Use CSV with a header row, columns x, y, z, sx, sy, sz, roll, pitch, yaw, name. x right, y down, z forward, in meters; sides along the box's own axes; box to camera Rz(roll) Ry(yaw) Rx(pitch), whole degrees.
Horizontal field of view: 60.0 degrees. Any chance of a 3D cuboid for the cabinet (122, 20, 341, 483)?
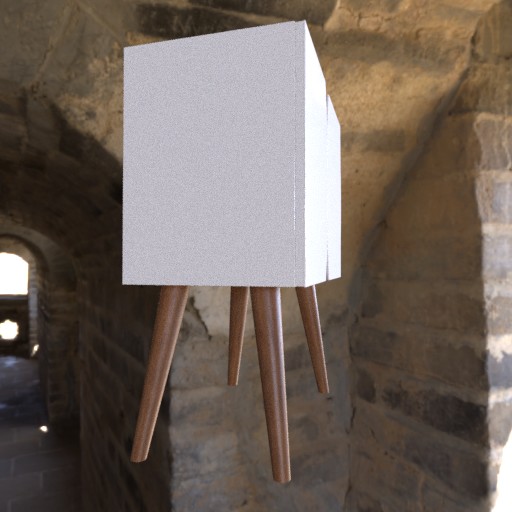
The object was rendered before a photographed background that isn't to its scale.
x,y,z,sx,sy,sz,roll,pitch,yaw,name
0.000,0.000,1.056,0.344,0.772,0.591,0,-1,16,cabinet
